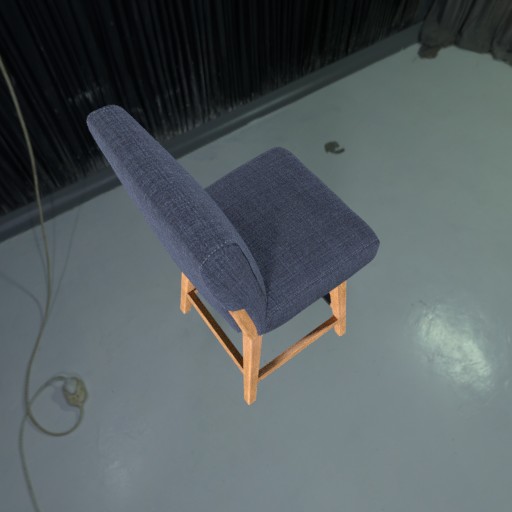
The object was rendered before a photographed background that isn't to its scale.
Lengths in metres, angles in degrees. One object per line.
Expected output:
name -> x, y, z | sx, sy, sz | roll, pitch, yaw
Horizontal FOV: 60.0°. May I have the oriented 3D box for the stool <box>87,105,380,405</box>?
stool -> 0.000, 0.000, 1.269 | 0.526, 1.010, 0.459 | -32, 64, -18
